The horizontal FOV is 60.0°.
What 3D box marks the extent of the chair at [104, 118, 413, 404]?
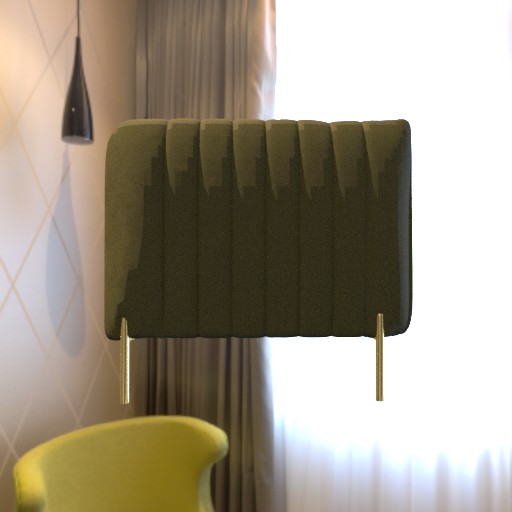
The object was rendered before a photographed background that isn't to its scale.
[{"bbox_3d":[0.000,0.000,1.684,0.877,0.794,1.032,0,-1,-1],"label":"chair"}]
